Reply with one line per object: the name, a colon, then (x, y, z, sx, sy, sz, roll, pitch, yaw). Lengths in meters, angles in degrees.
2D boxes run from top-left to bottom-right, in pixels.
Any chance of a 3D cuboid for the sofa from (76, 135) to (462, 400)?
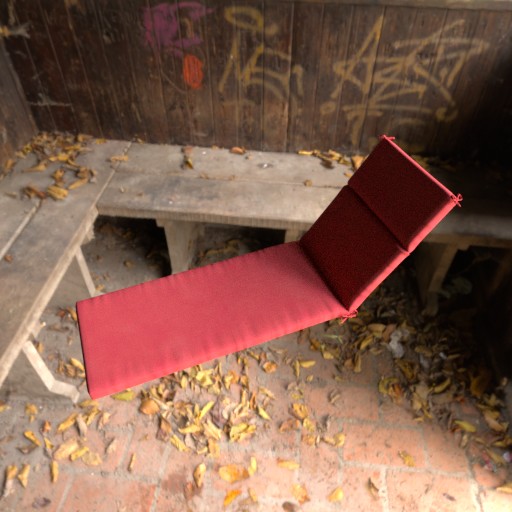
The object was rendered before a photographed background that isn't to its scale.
sofa: (0.000, 0.000, 1.989, 1.663, 0.622, 0.582, -16, 48, -15)
